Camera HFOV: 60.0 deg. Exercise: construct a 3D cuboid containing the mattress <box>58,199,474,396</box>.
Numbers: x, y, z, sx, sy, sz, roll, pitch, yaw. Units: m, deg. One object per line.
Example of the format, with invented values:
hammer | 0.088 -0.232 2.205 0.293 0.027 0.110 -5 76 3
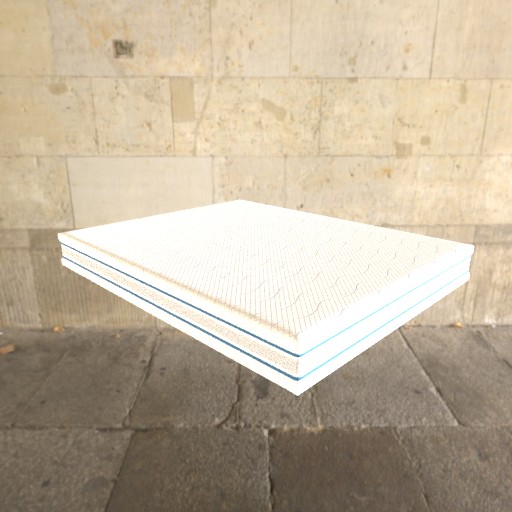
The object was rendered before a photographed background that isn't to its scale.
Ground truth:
mattress | 0.000 0.000 2.741 2.000 0.230 1.600 17 25 42
